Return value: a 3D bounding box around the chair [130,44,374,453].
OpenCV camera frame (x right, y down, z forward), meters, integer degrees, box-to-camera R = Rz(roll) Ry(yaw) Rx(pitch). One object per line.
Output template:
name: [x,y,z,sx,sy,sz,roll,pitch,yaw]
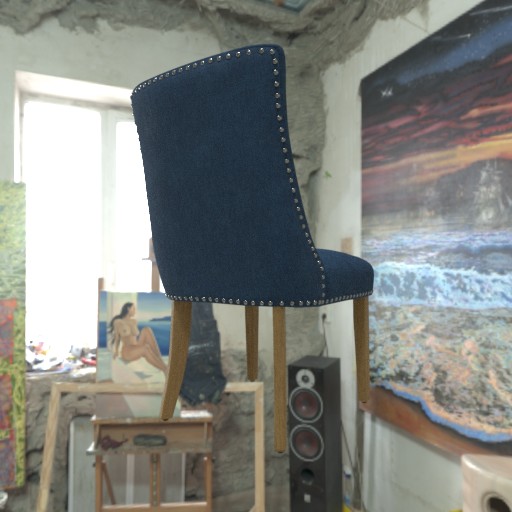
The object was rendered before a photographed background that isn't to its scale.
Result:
chair: [0.000,0.000,1.265,0.495,0.902,0.610,-1,-1,35]
